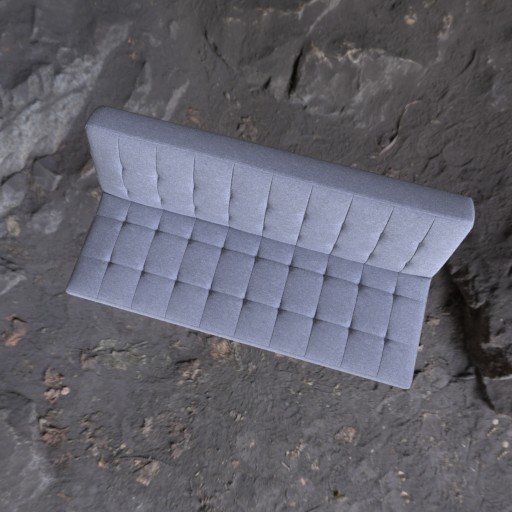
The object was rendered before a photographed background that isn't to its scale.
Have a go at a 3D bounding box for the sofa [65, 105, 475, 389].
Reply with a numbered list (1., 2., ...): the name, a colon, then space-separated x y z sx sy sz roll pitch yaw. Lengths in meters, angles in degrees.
1. sofa: 0.000 0.000 2.250 1.800 0.810 0.860 15 76 4
